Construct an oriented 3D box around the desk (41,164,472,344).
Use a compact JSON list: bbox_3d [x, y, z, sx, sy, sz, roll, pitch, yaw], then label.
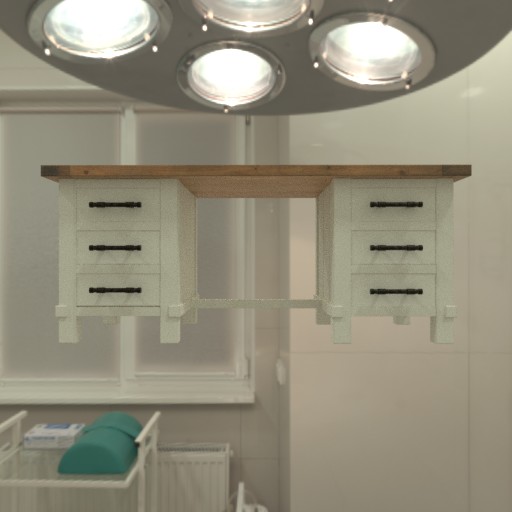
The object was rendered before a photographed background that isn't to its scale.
[{"bbox_3d":[0.000,0.000,2.199,1.803,0.760,0.688,0,0,0],"label":"desk"}]
